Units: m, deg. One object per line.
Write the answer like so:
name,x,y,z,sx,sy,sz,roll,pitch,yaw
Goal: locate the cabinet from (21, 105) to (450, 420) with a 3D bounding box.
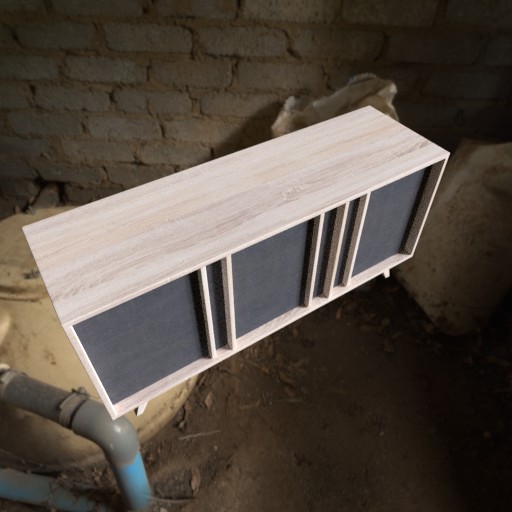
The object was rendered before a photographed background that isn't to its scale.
cabinet,0.000,0.000,2.009,1.650,0.780,0.500,-25,51,-22
